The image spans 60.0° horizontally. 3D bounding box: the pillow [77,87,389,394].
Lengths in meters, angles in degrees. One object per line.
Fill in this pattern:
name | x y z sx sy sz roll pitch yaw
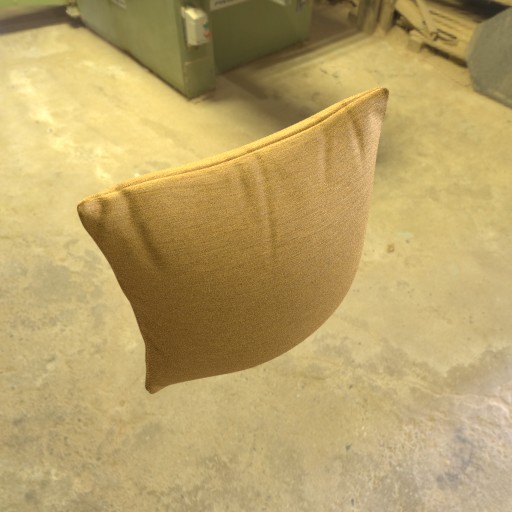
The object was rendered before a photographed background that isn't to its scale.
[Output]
pillow | 0.000 0.000 0.668 0.435 0.417 0.247 -27 53 -22
